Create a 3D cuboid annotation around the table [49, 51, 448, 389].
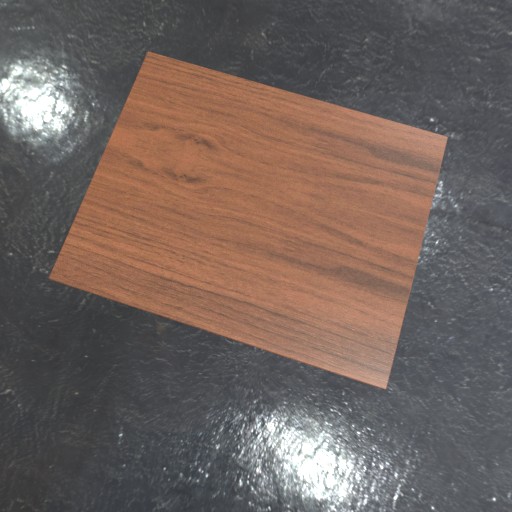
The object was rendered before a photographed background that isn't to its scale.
[{"bbox_3d":[0.000,0.000,0.946,0.480,0.636,0.381,17,77,4],"label":"table"}]
